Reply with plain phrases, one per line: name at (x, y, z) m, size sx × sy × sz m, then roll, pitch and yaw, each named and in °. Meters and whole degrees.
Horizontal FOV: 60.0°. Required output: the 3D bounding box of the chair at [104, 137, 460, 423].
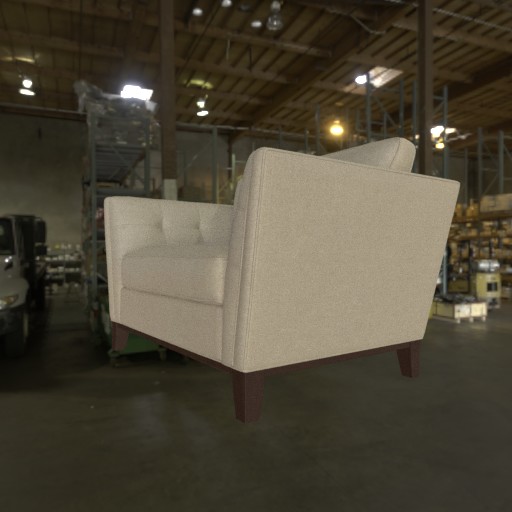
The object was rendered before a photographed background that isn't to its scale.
chair at (0.000, 0.000, 2.009) m, size 0.965 × 0.940 × 1.397 m, roll 0°, pitch 1°, yaw -36°
